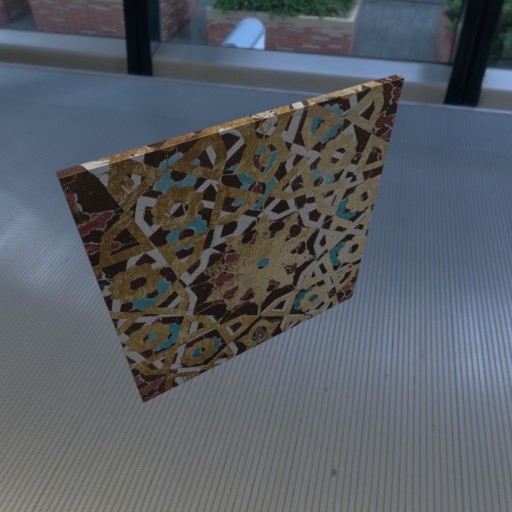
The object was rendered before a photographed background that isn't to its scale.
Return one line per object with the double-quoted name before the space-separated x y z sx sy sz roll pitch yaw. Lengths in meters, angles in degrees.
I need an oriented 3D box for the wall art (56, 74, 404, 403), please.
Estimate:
"wall art" 0.000 0.000 1.129 0.757 0.762 0.028 -23 49 -21
